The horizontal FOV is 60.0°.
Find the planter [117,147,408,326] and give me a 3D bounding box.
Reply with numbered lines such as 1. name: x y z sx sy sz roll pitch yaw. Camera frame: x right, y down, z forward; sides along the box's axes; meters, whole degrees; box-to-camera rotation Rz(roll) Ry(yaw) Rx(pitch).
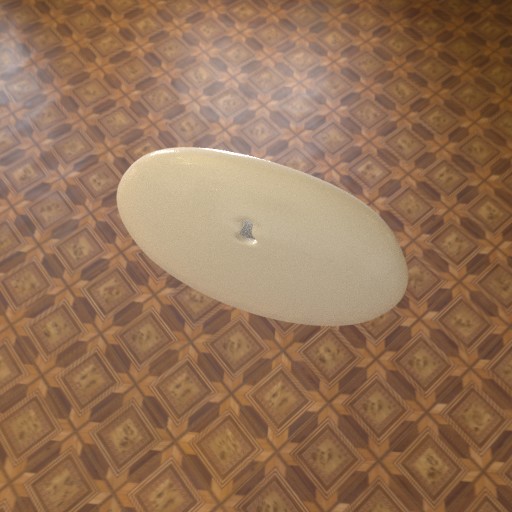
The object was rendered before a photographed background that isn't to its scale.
1. planter: 0.000 0.000 0.282 0.185 0.188 0.043 16 65 8
